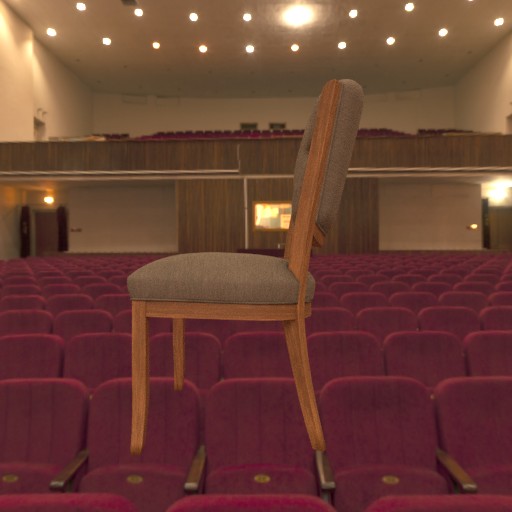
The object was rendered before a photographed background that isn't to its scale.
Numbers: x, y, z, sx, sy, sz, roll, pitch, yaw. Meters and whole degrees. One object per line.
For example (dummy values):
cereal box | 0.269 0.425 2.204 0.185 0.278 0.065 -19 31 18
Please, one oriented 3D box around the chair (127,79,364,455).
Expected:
chair | 0.000 0.000 1.258 0.584 0.905 0.513 0 0 1
